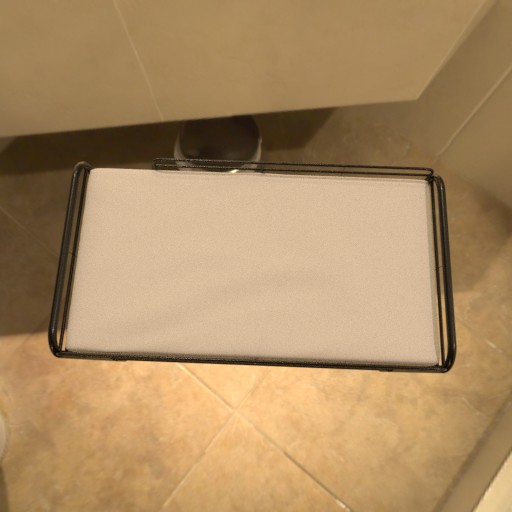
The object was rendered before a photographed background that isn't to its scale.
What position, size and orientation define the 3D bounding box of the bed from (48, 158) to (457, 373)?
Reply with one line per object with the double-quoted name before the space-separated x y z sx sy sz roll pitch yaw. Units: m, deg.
"bed" 0.000 0.000 2.878 1.968 1.289 1.393 2 76 1
